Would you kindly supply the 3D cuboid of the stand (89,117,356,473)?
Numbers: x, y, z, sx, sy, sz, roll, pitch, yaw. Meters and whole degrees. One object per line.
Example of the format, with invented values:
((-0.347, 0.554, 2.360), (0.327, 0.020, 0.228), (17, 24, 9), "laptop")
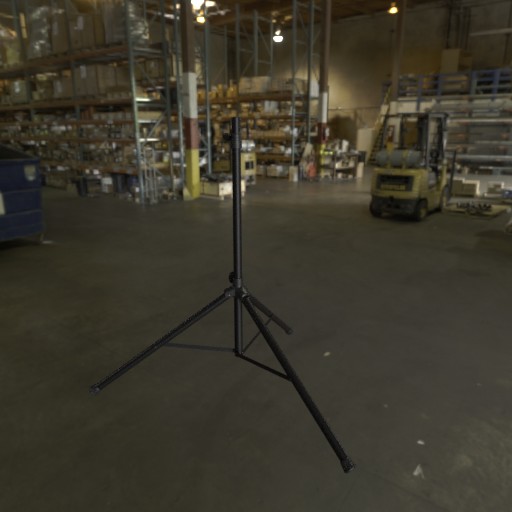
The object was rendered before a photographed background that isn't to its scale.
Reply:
((0.000, 0.000, 2.687), (1.596, 1.595, 1.339), (7, 17, 25), "stand")
